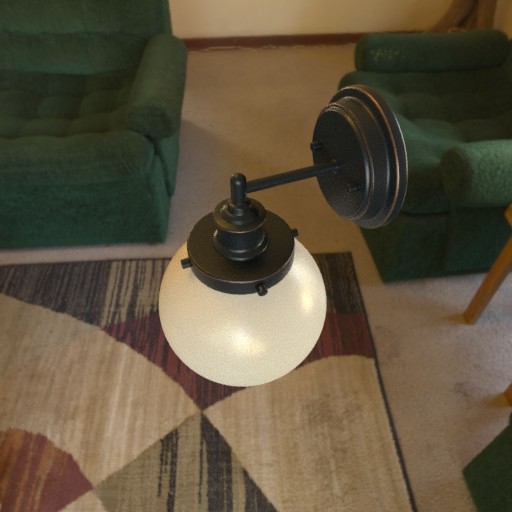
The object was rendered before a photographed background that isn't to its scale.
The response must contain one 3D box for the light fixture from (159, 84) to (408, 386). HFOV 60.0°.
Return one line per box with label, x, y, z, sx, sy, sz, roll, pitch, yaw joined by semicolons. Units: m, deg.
light fixture;0.000;0.000;0.480;0.230;0.332;0.197;-16;49;-14
